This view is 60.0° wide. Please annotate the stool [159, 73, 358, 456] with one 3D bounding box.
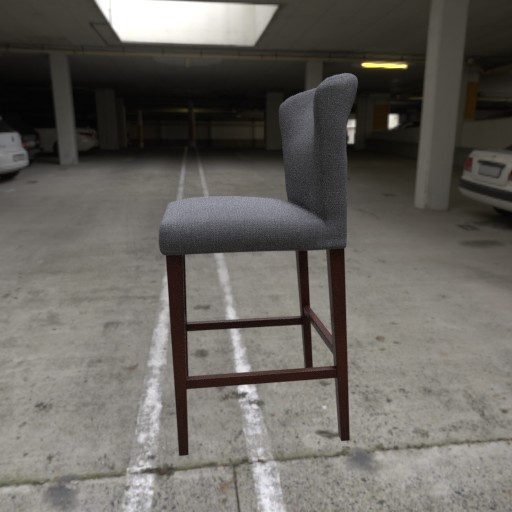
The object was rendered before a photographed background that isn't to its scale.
[{"bbox_3d":[0.000,0.000,1.403,0.568,1.069,0.486,-2,14,-8],"label":"stool"}]
